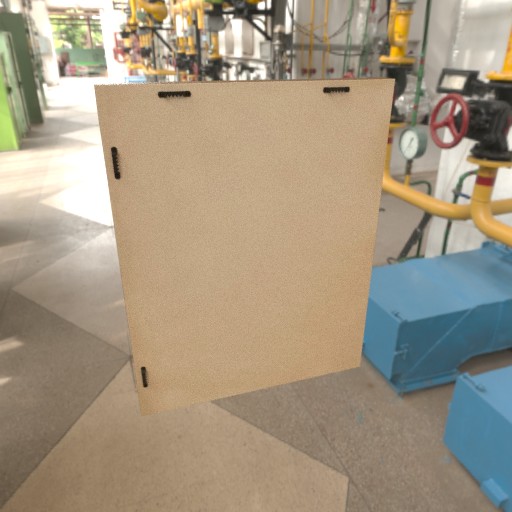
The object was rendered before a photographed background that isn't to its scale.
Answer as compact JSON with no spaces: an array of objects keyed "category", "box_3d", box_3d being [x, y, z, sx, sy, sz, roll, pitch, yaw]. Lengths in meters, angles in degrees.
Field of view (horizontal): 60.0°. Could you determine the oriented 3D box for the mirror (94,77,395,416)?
[{"category":"mirror","box_3d":[0.000,0.000,0.690,0.405,0.508,0.041,-8,26,-16]}]
